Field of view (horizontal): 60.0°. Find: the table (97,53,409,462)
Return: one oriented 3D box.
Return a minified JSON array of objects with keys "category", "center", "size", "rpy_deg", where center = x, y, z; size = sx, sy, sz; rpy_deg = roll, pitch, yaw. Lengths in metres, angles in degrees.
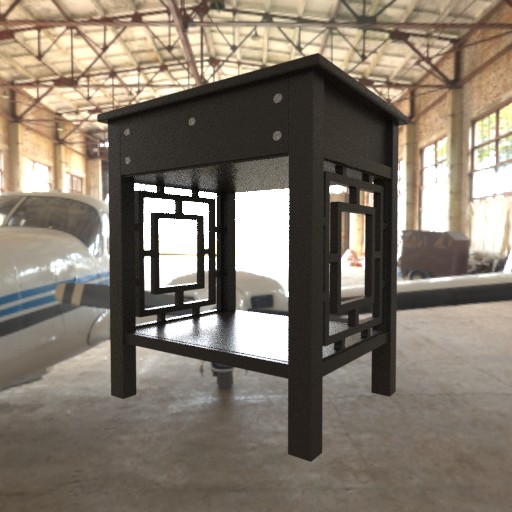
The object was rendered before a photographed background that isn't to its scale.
[{"category":"table","center":[0.000,0.000,1.032],"size":[0.564,0.646,0.451],"rpy_deg":[1,3,36]}]
